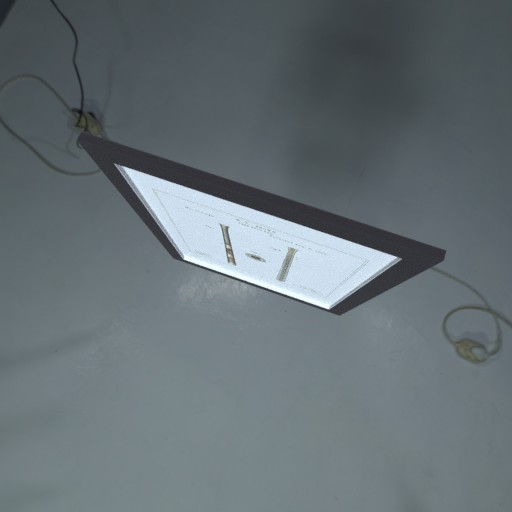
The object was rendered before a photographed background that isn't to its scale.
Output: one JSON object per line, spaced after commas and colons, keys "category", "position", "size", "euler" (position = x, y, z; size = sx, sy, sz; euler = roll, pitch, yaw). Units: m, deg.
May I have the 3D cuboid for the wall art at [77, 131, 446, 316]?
{"category": "wall art", "position": [0.000, 0.000, 0.684], "size": [0.374, 0.529, 0.012], "euler": [19, 78, 4]}
